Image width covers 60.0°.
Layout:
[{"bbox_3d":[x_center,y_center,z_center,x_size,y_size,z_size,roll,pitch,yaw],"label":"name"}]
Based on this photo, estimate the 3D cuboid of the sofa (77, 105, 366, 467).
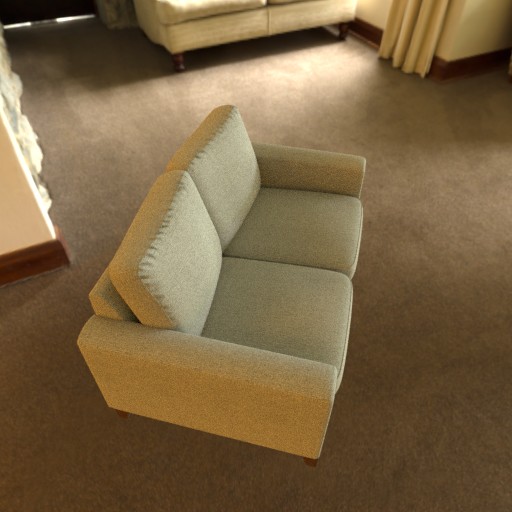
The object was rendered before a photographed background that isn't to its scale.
[{"bbox_3d":[0.000,0.000,2.026,0.917,0.873,1.420,10,46,10],"label":"sofa"}]
